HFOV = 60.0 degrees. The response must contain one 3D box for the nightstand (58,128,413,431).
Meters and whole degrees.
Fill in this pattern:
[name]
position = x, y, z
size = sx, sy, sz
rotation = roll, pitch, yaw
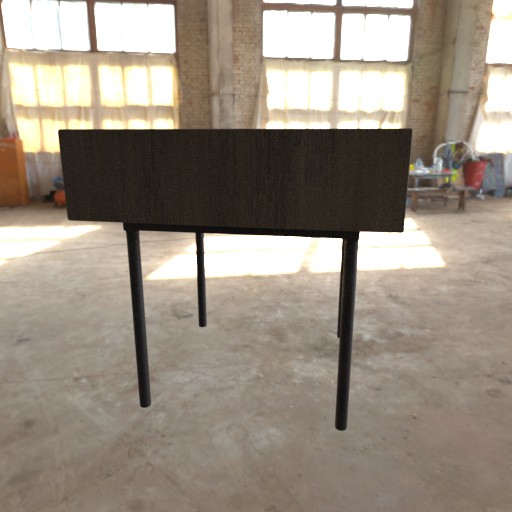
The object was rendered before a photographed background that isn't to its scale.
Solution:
[nightstand]
position = 0.000, 0.000, 0.911
size = 0.503, 0.497, 0.502
rotation = 3, 16, 10
